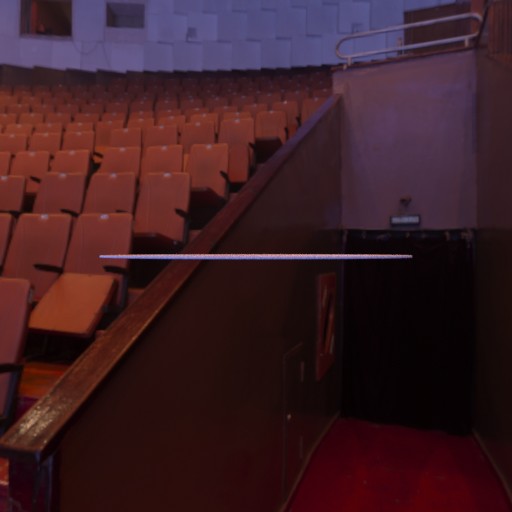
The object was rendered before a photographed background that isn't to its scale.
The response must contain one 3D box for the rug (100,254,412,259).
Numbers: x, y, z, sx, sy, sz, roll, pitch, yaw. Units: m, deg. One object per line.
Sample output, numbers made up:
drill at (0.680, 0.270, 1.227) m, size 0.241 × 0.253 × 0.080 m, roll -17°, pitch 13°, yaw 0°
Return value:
rug at (0.000, 0.000, 3.576) m, size 2.382 × 0.014 × 2.382 m, roll 0°, pitch 1°, yaw 0°
